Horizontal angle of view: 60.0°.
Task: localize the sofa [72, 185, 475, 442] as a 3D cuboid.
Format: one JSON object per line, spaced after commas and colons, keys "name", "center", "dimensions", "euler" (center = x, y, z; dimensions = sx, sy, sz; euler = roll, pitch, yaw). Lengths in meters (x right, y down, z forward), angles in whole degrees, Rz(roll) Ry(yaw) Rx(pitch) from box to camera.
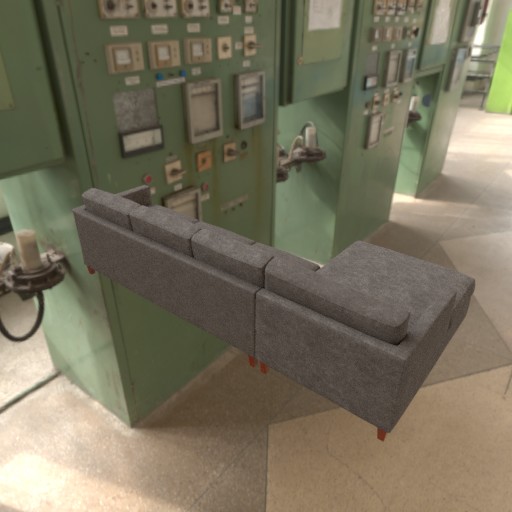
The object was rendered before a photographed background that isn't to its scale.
{"name": "sofa", "center": [0.000, 0.000, 4.112], "dimensions": [3.471, 0.954, 1.606], "euler": [22, 36, 33]}
